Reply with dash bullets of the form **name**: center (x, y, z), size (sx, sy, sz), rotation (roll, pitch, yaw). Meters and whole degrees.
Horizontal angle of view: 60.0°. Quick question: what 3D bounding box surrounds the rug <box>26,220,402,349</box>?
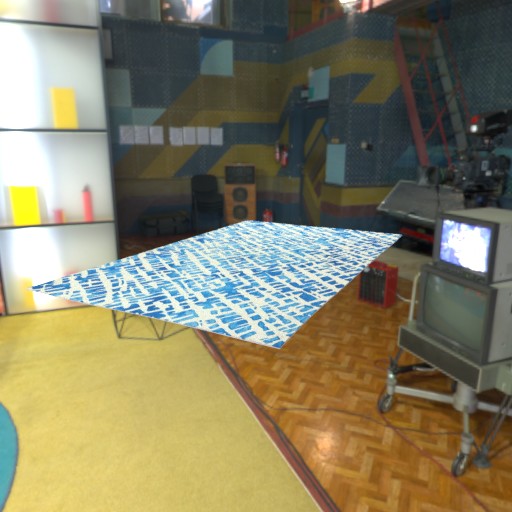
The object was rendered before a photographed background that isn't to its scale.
- **rug**: center (0.000, 0.000, 3.092), size (1.520, 0.011, 2.447), rotation (8, 16, 27)
